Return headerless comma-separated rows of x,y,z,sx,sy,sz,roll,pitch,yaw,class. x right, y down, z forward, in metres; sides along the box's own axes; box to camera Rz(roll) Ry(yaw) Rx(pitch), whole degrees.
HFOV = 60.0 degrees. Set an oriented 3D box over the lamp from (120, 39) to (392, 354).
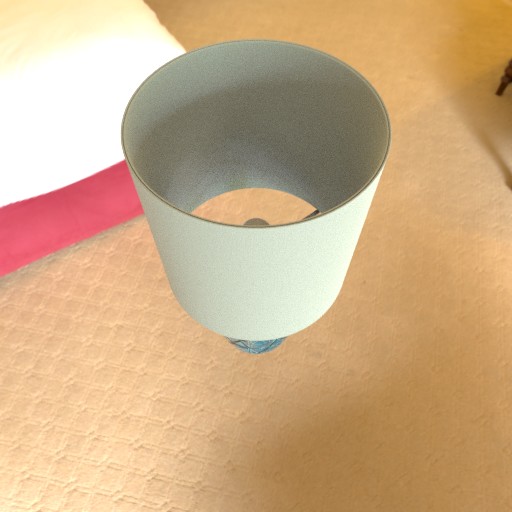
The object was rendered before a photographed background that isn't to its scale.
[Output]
0.000,0.000,0.479,0.193,0.377,0.193,17,60,10,lamp
